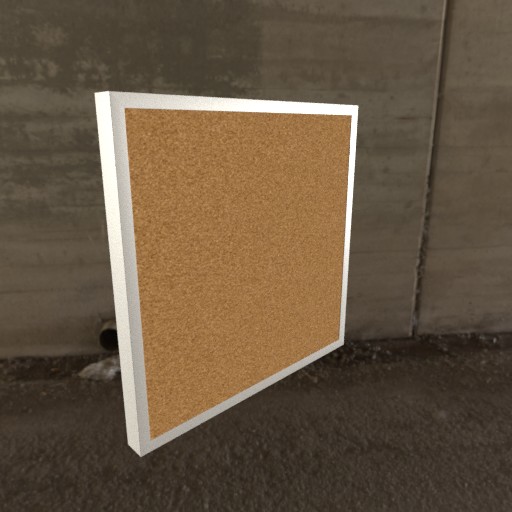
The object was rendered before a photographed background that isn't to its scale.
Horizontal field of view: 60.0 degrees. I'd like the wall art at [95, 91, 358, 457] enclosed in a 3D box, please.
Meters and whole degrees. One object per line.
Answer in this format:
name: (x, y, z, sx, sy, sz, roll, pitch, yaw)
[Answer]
wall art: (0.000, 0.000, 0.763, 0.506, 0.505, 0.038, -15, 22, -42)
